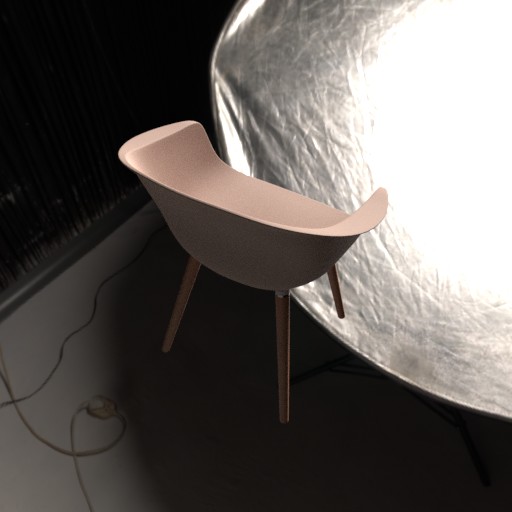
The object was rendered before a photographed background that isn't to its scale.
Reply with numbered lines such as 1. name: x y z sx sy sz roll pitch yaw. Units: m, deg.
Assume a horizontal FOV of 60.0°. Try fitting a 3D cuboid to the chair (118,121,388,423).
1. chair: 0.000 0.000 1.181 0.593 0.781 0.504 25 52 21
